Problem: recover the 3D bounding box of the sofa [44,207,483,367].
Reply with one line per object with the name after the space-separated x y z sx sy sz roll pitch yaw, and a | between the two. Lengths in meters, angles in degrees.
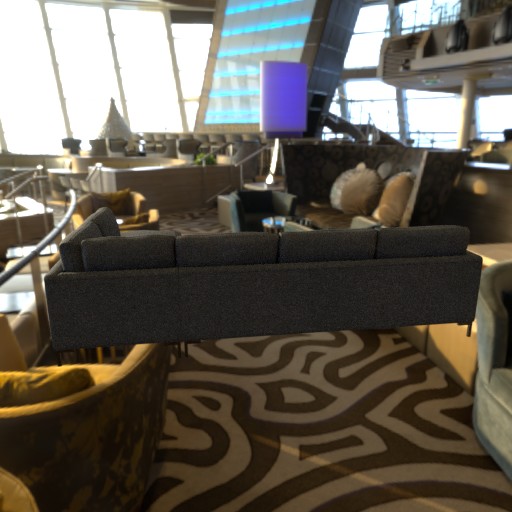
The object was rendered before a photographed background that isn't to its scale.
0.000 0.000 3.858 2.949 0.815 2.007 -2 16 -8 | sofa
